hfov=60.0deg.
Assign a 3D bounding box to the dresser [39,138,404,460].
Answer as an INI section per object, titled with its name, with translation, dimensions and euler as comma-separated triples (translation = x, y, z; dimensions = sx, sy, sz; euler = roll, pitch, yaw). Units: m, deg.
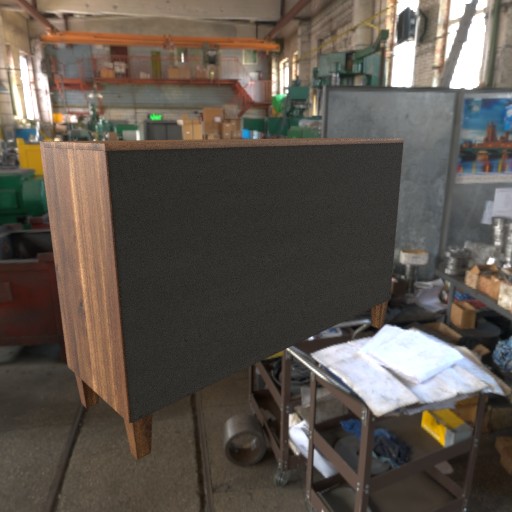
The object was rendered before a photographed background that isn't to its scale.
[dresser]
translation = 0.000, 0.000, 1.758
dimensions = 1.387, 0.892, 0.438
euler = -14, 21, -42
